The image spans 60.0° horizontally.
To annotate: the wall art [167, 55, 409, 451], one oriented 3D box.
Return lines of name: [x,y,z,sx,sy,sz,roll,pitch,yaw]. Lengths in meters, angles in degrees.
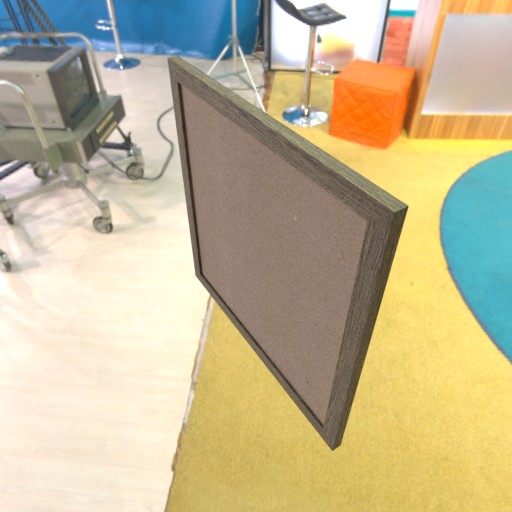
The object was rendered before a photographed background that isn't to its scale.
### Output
wall art: [0.000,0.000,0.749,0.019,0.508,0.508,-24,47,-24]
